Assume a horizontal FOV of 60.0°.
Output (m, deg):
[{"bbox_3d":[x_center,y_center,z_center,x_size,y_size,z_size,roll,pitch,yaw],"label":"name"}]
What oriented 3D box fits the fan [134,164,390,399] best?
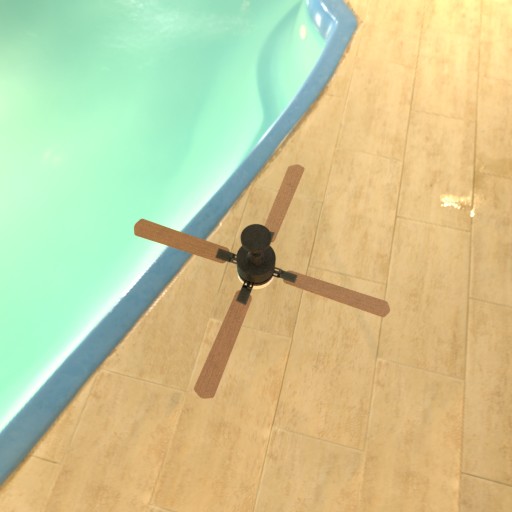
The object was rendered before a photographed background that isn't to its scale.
[{"bbox_3d":[0.000,0.000,2.059,1.320,0.355,1.320,18,64,9],"label":"fan"}]
